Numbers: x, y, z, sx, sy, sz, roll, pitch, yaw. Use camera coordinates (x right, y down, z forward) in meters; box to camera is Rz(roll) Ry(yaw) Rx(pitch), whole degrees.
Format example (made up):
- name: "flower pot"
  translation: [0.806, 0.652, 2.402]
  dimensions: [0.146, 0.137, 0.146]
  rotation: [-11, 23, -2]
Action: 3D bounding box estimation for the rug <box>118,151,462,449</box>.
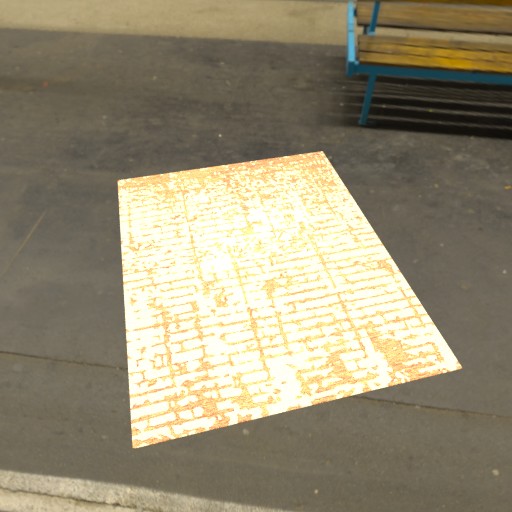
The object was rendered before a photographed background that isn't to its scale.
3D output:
- name: "rug"
  translation: [0.000, 0.000, 4.160]
  dimensions: [2.441, 0.011, 3.050]
  rotation: [-10, 47, -10]
